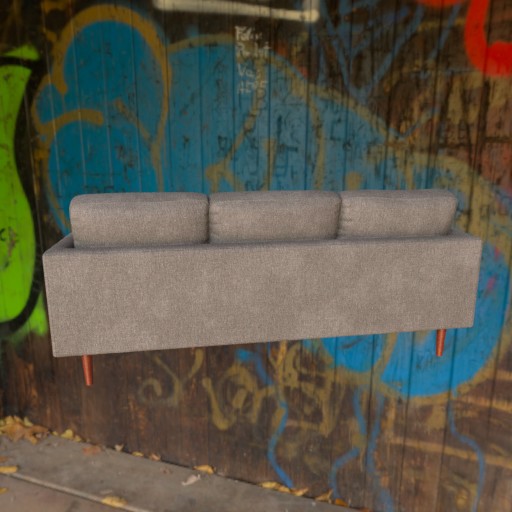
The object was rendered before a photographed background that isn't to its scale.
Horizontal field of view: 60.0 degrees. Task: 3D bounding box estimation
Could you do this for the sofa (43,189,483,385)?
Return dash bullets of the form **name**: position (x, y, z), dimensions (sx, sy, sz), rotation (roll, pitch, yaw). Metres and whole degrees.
- **sofa**: position (0.000, 0.000, 2.945), dimensions (2.233, 0.956, 1.504), rotation (-2, 13, -10)
